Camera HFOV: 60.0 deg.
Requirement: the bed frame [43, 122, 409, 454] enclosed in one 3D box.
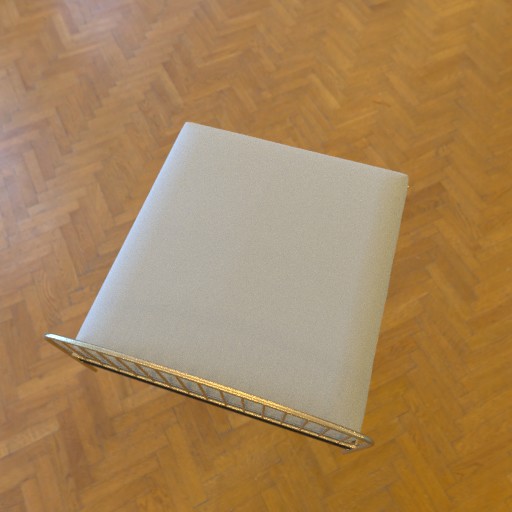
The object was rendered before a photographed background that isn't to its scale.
[{"bbox_3d":[0.000,0.000,3.287,2.016,1.174,2.152,16,64,8],"label":"bed frame"}]
